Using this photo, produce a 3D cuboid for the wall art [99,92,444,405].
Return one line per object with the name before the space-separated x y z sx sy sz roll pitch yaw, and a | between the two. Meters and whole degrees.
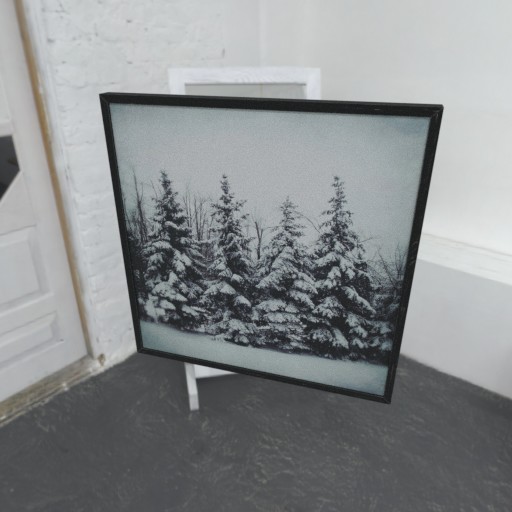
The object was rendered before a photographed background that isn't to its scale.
wall art | 0.000 0.000 1.129 0.761 0.761 0.037 8 27 15
